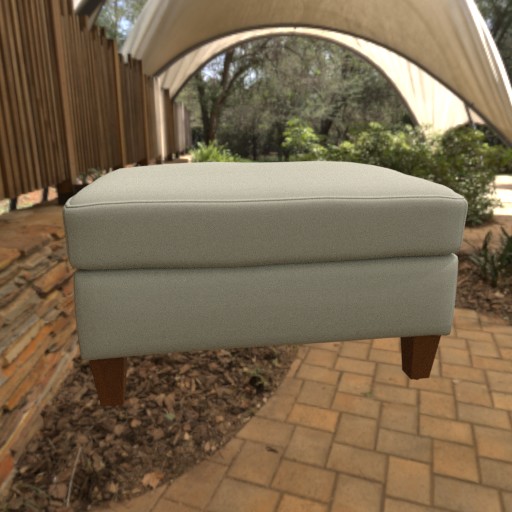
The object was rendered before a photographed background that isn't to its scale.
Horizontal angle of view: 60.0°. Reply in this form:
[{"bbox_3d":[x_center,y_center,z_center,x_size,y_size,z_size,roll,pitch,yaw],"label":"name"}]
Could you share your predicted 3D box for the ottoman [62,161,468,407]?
[{"bbox_3d":[0.000,0.000,1.193,0.818,0.496,0.634,-2,16,-8],"label":"ottoman"}]
